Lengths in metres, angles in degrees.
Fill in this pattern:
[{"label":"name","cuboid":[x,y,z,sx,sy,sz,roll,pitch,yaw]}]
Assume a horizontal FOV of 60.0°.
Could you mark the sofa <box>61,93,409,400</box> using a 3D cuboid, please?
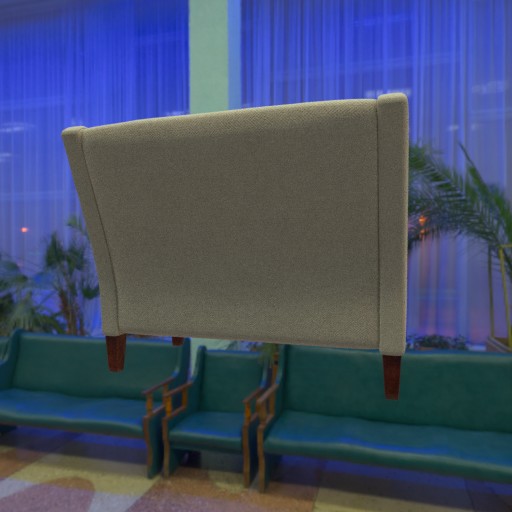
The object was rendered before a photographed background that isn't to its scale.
[{"label":"sofa","cuboid":[0.000,0.000,1.886,1.212,0.976,0.946,0,1,18]}]
